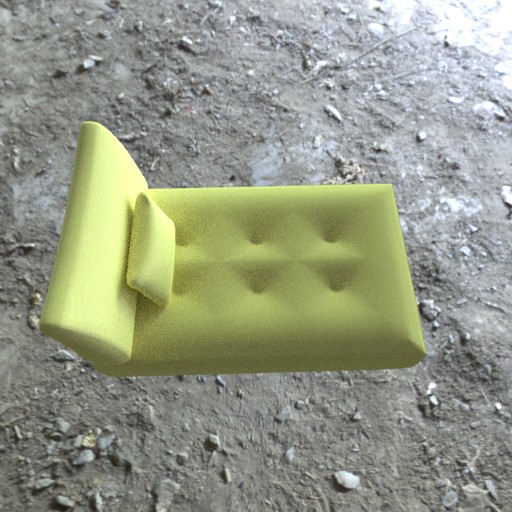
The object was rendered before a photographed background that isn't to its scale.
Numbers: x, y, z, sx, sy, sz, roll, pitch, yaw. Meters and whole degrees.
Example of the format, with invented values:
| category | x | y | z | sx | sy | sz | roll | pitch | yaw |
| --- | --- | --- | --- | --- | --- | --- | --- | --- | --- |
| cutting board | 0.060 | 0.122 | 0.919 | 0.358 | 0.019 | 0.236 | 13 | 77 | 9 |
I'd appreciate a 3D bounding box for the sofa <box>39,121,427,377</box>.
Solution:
| category | x | y | z | sx | sy | sz | roll | pitch | yaw |
| --- | --- | --- | --- | --- | --- | --- | --- | --- | --- |
| sofa | 0.000 | 0.000 | 1.981 | 1.450 | 0.820 | 0.930 | -1 | 63 | -1 |
